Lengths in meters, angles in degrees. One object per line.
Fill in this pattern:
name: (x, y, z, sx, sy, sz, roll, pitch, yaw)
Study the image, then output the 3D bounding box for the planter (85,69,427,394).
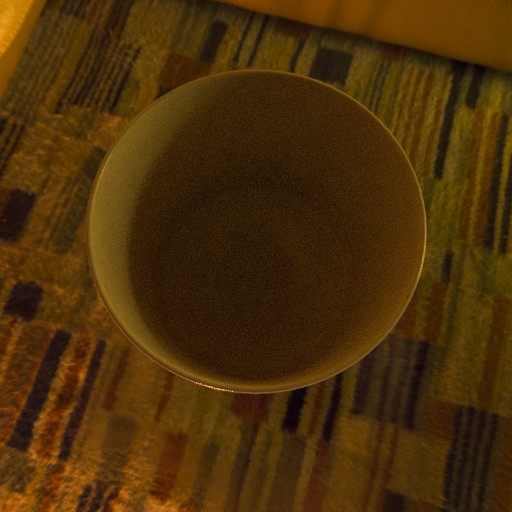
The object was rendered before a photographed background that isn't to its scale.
planter: (0.000, 0.000, 0.440, 0.250, 0.239, 0.250, 0, 76, 0)
